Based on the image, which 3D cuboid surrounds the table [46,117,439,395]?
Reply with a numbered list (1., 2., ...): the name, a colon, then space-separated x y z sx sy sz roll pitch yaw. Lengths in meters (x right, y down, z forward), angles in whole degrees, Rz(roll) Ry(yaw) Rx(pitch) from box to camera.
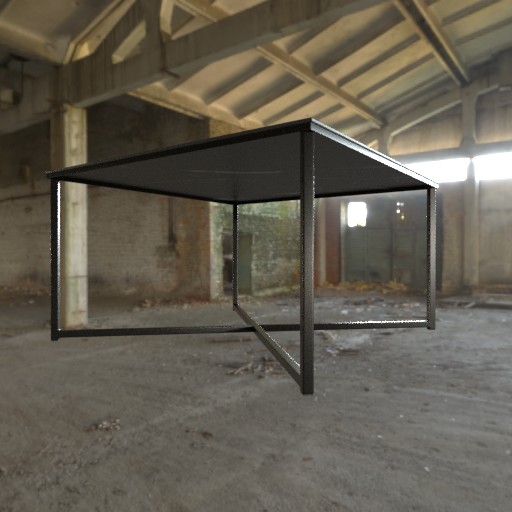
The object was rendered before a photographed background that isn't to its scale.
1. table: 0.000 0.000 1.267 0.800 0.450 0.800 0 0 36
